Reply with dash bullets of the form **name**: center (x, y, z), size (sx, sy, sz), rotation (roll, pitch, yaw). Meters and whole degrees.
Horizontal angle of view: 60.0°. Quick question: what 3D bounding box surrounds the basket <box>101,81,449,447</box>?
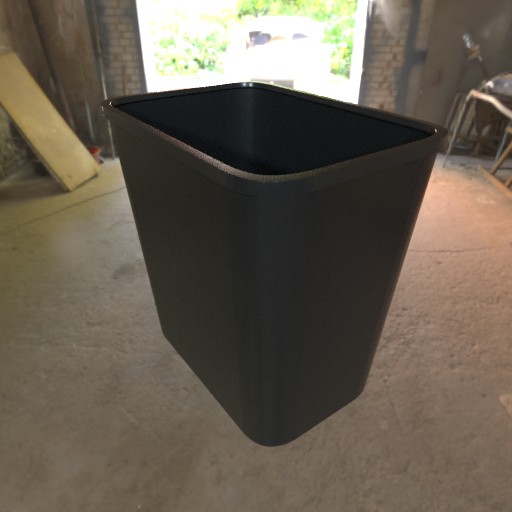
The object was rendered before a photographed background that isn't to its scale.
- **basket**: center (0.000, 0.000, 0.488), size (0.211, 0.307, 0.300), rotation (-21, 37, -30)
